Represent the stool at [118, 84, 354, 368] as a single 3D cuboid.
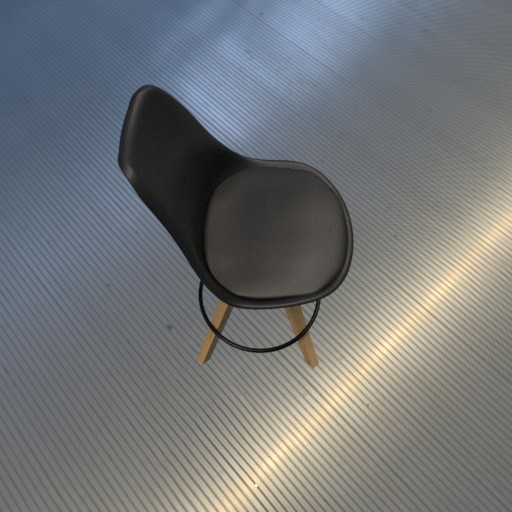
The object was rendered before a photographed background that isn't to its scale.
[{"bbox_3d":[0.000,0.000,1.386,0.550,1.115,0.485,2,63,1],"label":"stool"}]
